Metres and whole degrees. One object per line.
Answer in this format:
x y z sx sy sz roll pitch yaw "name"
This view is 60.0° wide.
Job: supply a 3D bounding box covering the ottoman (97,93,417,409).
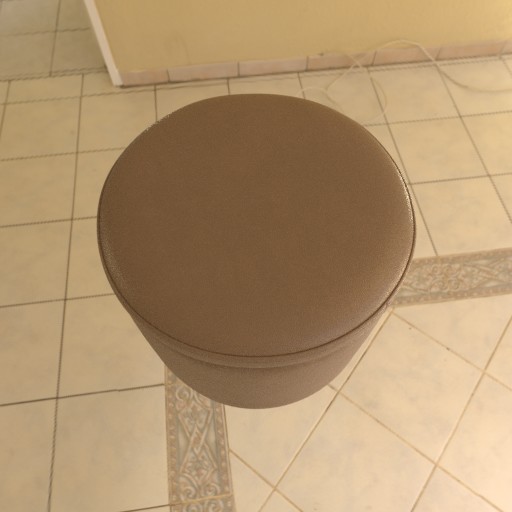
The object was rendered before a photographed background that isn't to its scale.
0.000 0.000 0.840 0.500 0.409 0.500 0 62 0 "ottoman"
